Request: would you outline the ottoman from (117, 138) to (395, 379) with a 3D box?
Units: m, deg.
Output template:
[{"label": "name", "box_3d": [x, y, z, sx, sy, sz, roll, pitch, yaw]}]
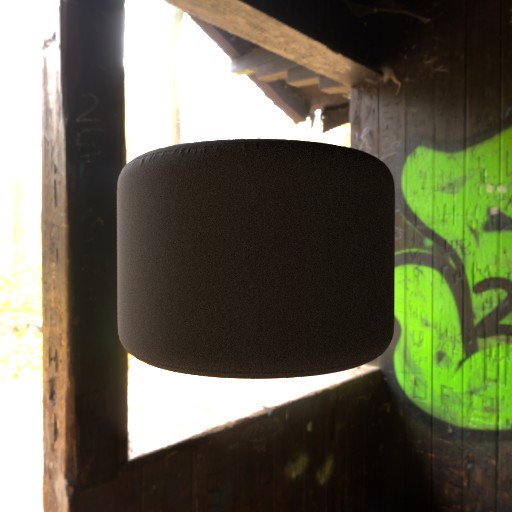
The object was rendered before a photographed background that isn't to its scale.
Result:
[{"label": "ottoman", "box_3d": [0.000, 0.000, 1.017, 0.608, 0.433, 0.608, 0, 1, 0]}]
